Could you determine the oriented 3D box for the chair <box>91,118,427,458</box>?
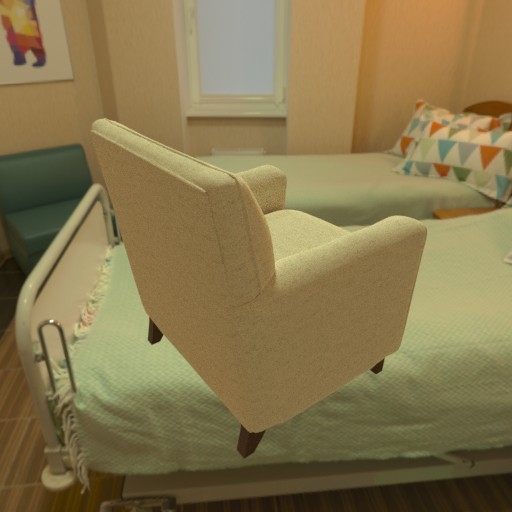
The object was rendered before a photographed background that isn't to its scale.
[{"bbox_3d":[0.000,0.000,1.621,0.823,0.943,0.870,-19,33,-31],"label":"chair"}]
